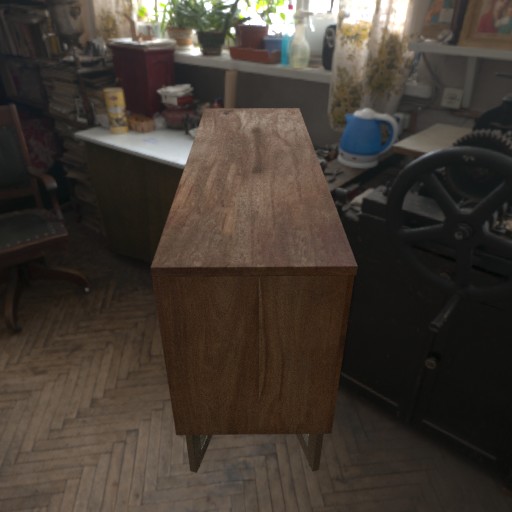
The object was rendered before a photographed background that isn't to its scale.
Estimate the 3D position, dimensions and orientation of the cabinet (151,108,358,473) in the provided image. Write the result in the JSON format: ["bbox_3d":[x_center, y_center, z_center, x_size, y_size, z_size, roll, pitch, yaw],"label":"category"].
[{"bbox_3d":[0.000,0.000,1.770,0.480,0.812,1.373,0,32,-1],"label":"cabinet"}]
